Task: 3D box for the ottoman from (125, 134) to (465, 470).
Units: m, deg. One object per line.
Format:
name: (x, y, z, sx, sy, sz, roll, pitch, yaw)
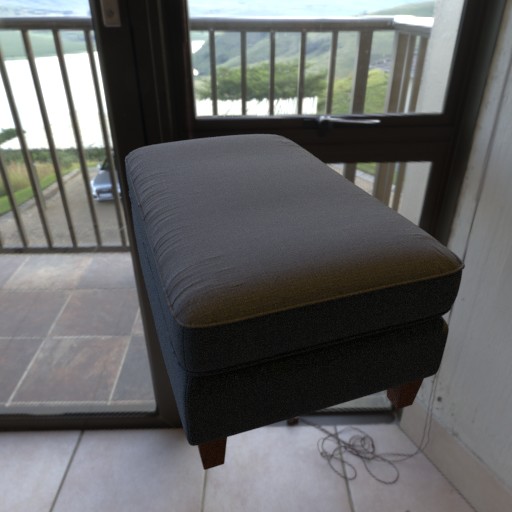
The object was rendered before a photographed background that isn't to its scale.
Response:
ottoman: (0.000, 0.000, 1.158, 0.570, 0.438, 0.885, -10, 32, -17)
